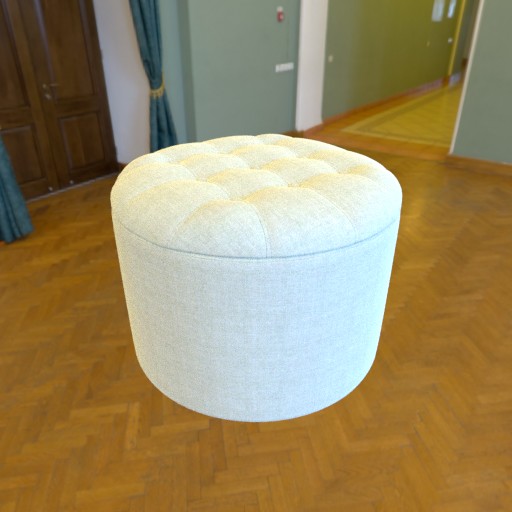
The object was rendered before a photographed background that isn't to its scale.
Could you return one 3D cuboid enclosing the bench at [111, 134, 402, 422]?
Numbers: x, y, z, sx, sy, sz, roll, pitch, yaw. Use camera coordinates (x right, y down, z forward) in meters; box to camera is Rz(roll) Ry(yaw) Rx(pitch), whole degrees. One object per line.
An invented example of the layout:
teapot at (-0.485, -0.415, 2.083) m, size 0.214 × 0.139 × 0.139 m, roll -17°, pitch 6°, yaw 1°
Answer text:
bench at (0.000, 0.000, 1.025) m, size 0.600 × 0.453 × 0.600 m, roll 0°, pitch 29°, yaw 0°
